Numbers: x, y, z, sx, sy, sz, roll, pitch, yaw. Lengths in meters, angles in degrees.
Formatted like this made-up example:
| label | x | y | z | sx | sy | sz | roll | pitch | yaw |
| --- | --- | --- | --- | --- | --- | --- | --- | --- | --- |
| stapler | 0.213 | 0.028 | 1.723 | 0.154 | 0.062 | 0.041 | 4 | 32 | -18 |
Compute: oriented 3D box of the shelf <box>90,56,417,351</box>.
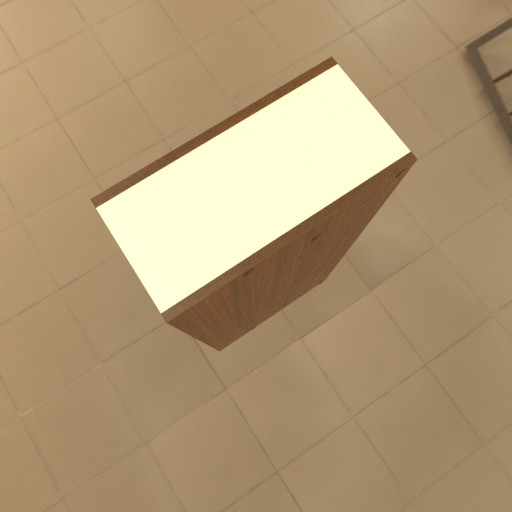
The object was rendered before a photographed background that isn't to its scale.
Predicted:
| label | x | y | z | sx | sy | sz | roll | pitch | yaw |
| --- | --- | --- | --- | --- | --- | --- | --- | --- | --- |
| shelf | 0.000 | 0.000 | 0.724 | 0.290 | 0.600 | 0.147 | -33 | 78 | -8 |
